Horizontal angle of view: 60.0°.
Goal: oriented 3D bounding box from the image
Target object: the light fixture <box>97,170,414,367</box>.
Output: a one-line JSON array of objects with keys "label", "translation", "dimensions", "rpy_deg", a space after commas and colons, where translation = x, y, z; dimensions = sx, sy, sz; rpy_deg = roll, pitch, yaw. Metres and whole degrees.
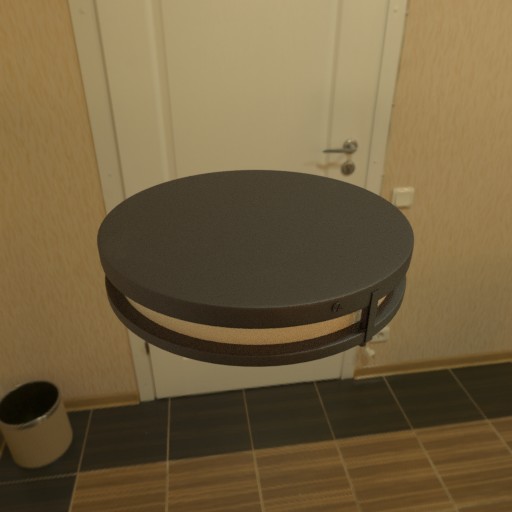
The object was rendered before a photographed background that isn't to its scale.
[{"label": "light fixture", "translation": [0.000, 0.000, 0.542], "dimensions": [0.356, 0.102, 0.356], "rpy_deg": [0, 29, 0]}]
